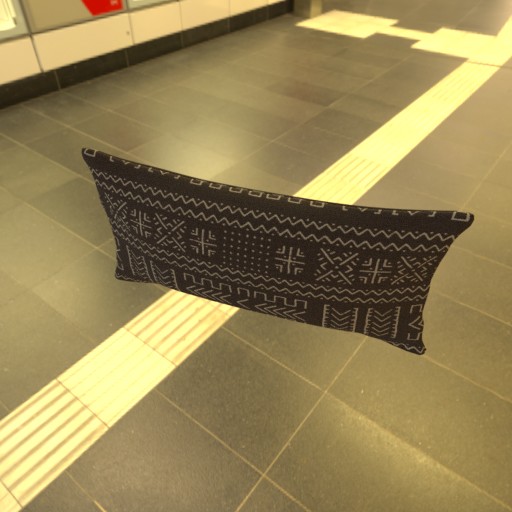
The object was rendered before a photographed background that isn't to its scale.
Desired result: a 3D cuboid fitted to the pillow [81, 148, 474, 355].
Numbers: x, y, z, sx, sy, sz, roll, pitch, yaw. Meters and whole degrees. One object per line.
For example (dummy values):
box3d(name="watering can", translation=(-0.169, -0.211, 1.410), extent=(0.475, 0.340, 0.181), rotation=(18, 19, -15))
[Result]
box3d(name="pillow", translation=(0.000, 0.000, 0.806), extent=(0.667, 0.322, 0.135), rotation=(12, 42, 14))
